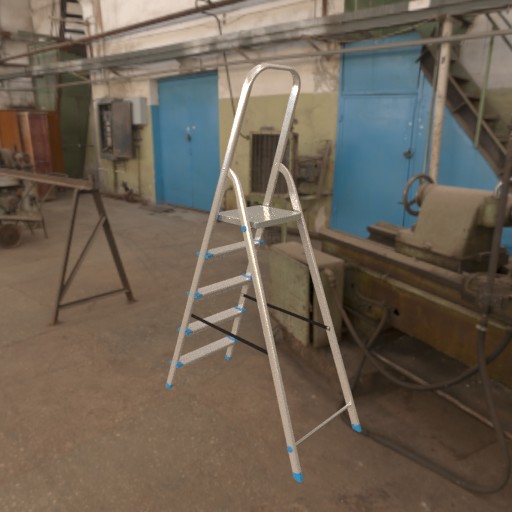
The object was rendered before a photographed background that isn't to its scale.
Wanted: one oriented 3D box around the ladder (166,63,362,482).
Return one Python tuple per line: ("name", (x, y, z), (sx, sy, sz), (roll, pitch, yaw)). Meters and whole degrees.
("ladder", (0.000, 0.000, 2.088), (0.468, 1.648, 0.990), (-16, 23, -42))
